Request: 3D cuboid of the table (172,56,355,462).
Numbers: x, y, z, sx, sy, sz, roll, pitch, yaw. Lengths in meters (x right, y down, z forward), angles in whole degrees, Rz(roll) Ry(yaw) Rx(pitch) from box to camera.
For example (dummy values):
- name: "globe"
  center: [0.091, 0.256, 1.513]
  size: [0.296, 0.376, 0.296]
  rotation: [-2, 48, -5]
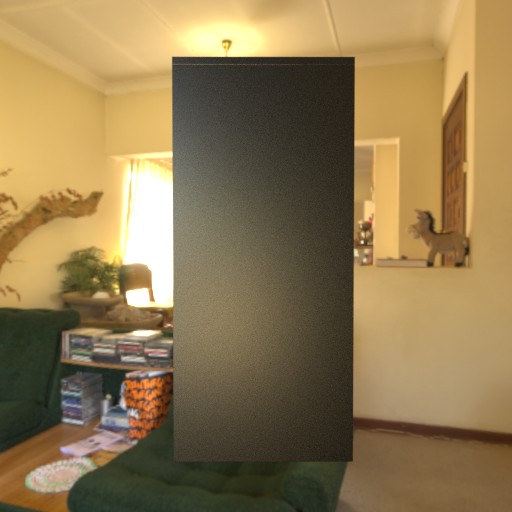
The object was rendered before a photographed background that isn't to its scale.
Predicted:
- name: "table"
  center: [0.000, 0.000, 1.329]
  size: [0.380, 0.790, 0.930]
  rotation: [0, 1, 0]
